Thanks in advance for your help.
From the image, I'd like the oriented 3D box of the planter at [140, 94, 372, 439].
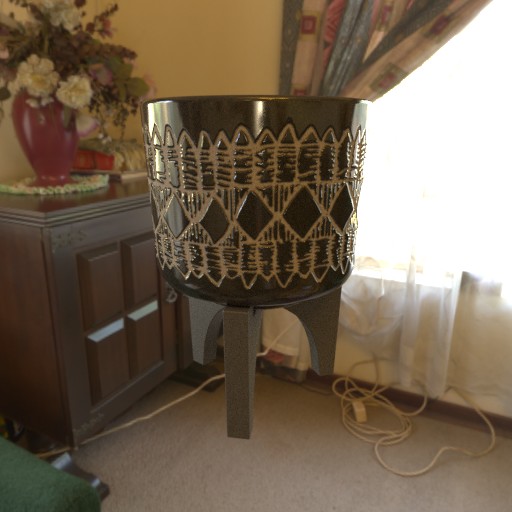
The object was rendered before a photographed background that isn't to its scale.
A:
[{"bbox_3d":[0.000,0.000,0.540,0.251,0.355,0.251,3,17,10],"label":"planter"}]
